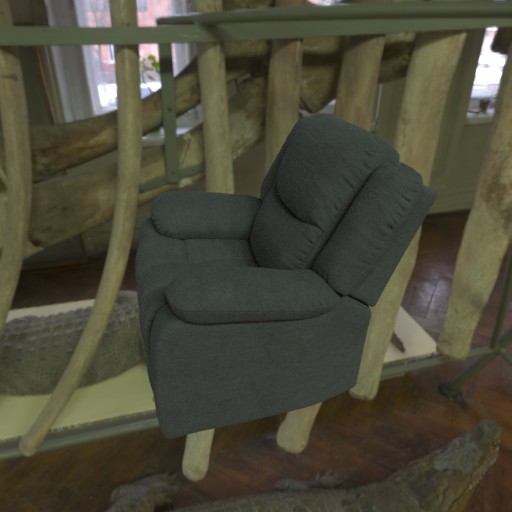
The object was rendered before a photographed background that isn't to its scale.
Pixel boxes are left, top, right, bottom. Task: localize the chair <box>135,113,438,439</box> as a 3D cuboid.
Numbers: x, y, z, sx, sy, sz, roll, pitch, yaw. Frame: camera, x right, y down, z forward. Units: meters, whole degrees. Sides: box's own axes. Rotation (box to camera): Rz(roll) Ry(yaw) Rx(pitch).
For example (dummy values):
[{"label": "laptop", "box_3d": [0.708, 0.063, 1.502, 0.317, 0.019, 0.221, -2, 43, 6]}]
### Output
[{"label": "chair", "box_3d": [0.000, 0.000, 1.749, 0.944, 1.008, 0.899, -8, 30, -14]}]
